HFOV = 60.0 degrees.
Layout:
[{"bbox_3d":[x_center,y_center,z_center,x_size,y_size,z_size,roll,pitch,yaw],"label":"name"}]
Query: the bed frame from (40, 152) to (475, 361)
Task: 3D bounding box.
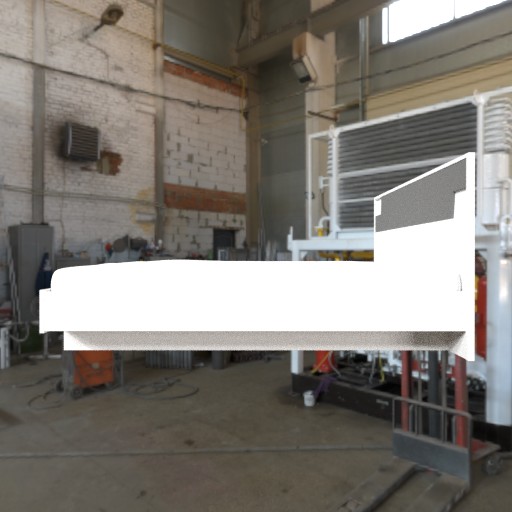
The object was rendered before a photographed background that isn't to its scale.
[{"bbox_3d":[0.000,0.000,2.982,2.100,1.001,1.711,0,0,0],"label":"bed frame"}]
